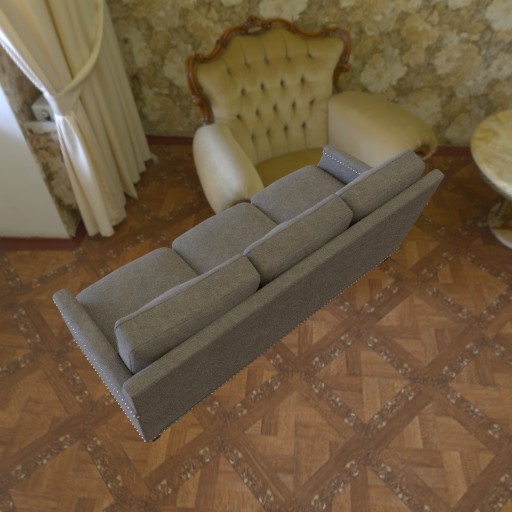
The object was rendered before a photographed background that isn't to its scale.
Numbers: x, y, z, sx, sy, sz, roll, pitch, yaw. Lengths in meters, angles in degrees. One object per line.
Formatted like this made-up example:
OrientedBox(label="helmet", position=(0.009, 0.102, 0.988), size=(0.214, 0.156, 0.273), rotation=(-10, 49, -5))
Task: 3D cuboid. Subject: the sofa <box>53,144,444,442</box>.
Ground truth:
OrientedBox(label="sofa", position=(0.000, 0.000, 2.774), size=(2.226, 1.042, 1.034), rotation=(-33, 55, -27))
